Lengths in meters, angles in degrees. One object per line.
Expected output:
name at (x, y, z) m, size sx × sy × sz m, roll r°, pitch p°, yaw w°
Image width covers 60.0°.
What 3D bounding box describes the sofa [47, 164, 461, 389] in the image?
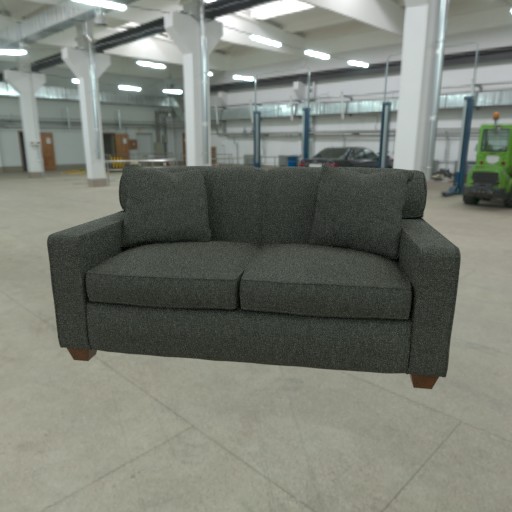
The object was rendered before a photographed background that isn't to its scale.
sofa at (0.000, 0.000, 2.396) m, size 1.846 × 0.958 × 0.998 m, roll 2°, pitch 14°, yaw 9°
